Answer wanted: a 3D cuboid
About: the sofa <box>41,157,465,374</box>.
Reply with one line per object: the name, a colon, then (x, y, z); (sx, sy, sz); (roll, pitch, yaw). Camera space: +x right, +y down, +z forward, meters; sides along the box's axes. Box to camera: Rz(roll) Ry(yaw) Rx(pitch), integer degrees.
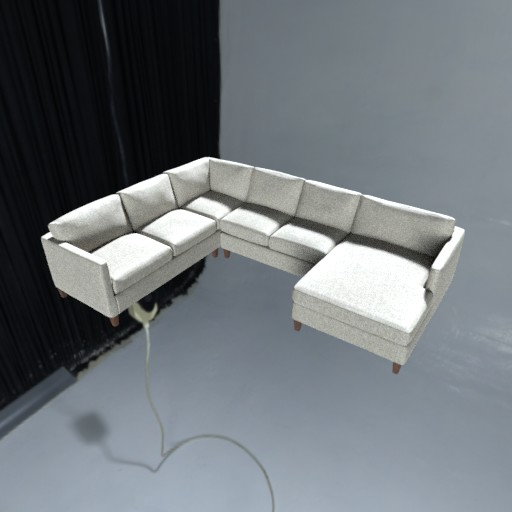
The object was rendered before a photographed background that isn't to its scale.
sofa: (0.000, 0.000, 4.557); (3.460, 0.959, 2.593); (20, 37, 29)
